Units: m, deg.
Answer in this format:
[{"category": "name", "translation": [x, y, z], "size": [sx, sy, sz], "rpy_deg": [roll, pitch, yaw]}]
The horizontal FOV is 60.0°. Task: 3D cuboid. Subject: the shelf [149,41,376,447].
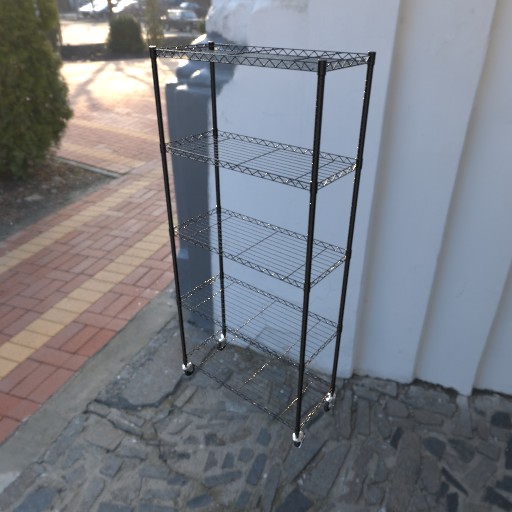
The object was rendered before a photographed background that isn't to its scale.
[{"category": "shelf", "translation": [0.000, 0.000, 1.937], "size": [0.762, 1.645, 0.356], "rpy_deg": [21, 36, 33]}]
